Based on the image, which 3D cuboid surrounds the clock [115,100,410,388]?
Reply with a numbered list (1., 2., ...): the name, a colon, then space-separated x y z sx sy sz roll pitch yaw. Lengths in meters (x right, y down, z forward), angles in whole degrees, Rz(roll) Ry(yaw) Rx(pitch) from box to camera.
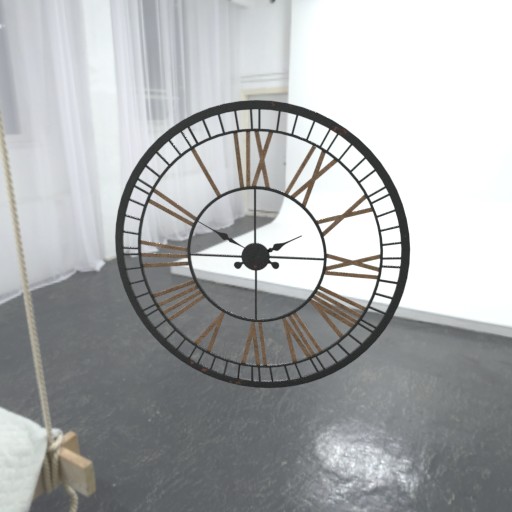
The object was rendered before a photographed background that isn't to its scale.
1. clock: 0.000 0.000 1.270 0.843 0.843 0.025 2 16 9
